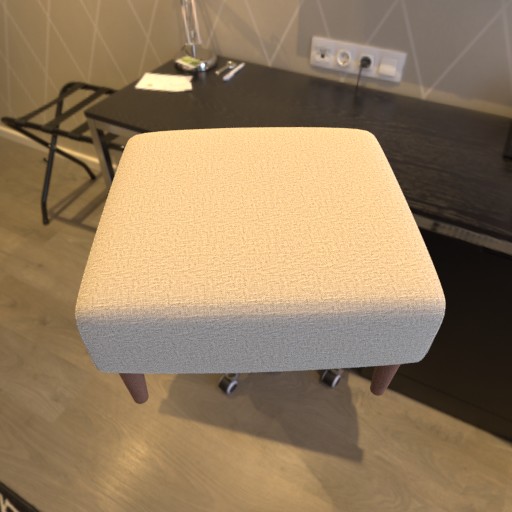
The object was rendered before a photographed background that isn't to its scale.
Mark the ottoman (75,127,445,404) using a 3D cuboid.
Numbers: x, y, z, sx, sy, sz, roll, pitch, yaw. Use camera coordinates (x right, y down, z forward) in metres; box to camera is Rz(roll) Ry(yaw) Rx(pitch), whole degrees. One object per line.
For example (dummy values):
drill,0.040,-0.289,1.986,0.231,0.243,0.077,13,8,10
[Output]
ottoman,0.000,0.000,1.080,0.650,0.398,0.649,-1,45,-2
